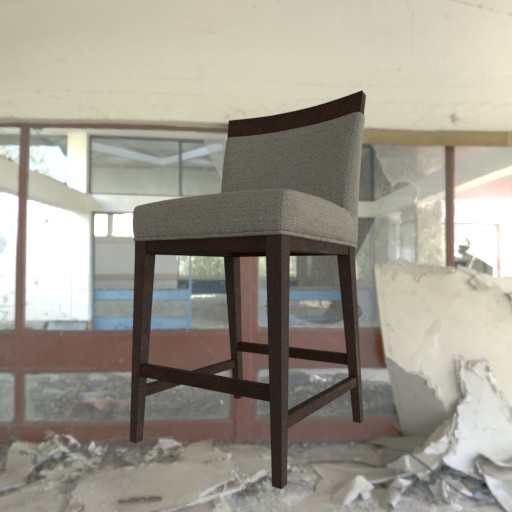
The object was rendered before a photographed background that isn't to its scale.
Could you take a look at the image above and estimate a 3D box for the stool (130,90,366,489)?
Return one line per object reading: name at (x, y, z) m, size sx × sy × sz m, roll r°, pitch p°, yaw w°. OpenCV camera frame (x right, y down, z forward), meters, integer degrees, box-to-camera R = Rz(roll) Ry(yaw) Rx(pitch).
stool at (0.000, 0.000, 1.299) m, size 0.512 × 1.009 × 0.531 m, roll -1°, pitch -2°, yaw 33°
